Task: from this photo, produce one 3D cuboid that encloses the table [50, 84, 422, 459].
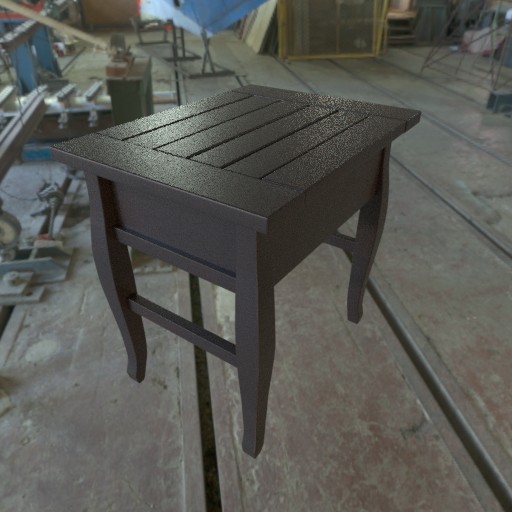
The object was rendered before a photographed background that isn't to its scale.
[{"bbox_3d":[0.000,0.000,1.032,0.460,0.605,0.602,21,39,29],"label":"table"}]
